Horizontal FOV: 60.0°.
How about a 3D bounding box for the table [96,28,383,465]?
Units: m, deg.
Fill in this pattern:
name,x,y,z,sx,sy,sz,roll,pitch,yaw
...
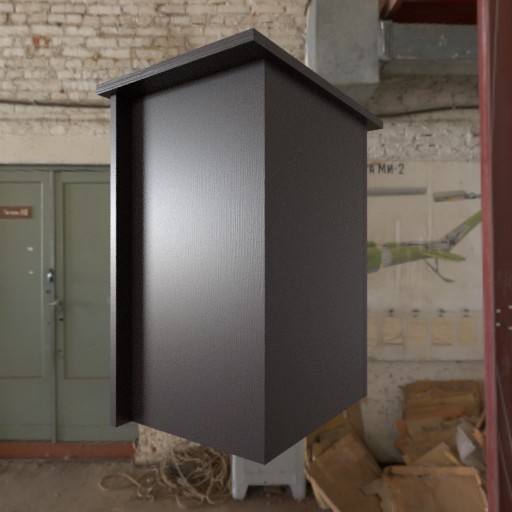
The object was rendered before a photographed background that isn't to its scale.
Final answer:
name,x,y,z,sx,sy,sz,roll,pitch,yaw
table,0.000,0.000,1.049,0.408,0.711,0.589,0,0,35
